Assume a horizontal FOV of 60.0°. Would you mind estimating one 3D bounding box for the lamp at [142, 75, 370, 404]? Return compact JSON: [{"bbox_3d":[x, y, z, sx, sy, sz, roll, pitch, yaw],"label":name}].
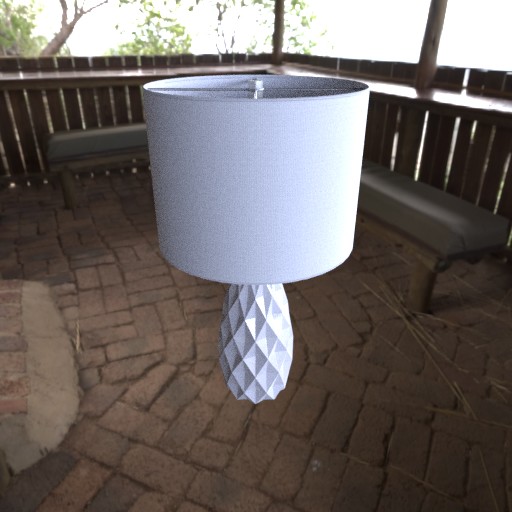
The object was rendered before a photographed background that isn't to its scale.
[{"bbox_3d":[0.000,0.000,0.707,0.297,0.522,0.297,0,27,0],"label":"lamp"}]
